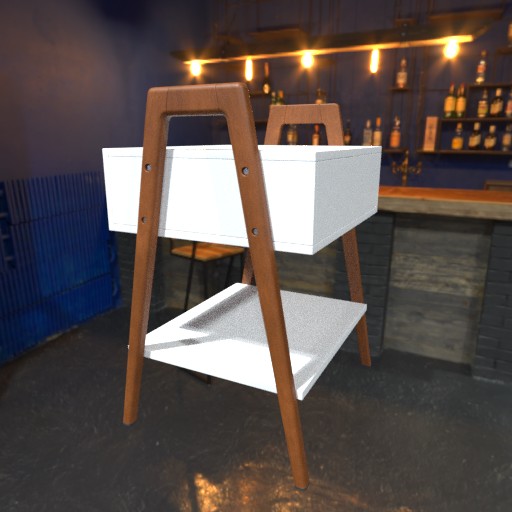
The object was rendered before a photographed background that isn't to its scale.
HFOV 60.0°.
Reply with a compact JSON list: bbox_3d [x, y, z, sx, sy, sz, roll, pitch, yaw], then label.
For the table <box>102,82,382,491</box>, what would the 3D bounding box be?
[{"bbox_3d":[0.000,0.000,0.902,0.405,0.610,0.457,7,17,26],"label":"table"}]
